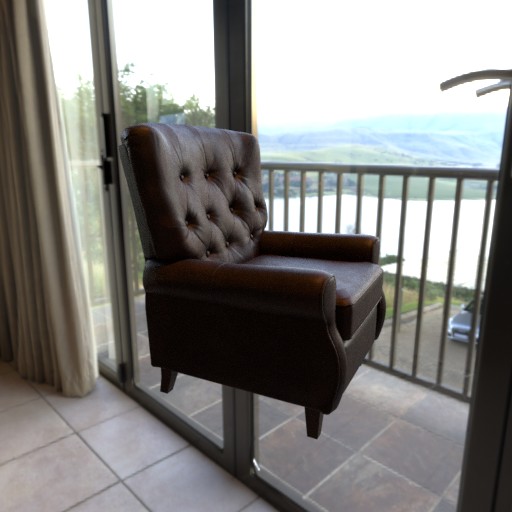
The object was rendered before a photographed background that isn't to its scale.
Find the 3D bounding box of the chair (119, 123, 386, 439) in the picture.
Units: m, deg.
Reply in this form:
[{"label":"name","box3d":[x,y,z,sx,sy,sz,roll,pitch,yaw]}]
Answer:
[{"label":"chair","box3d":[0.000,0.000,1.999,1.058,1.158,0.948,7,15,26]}]
